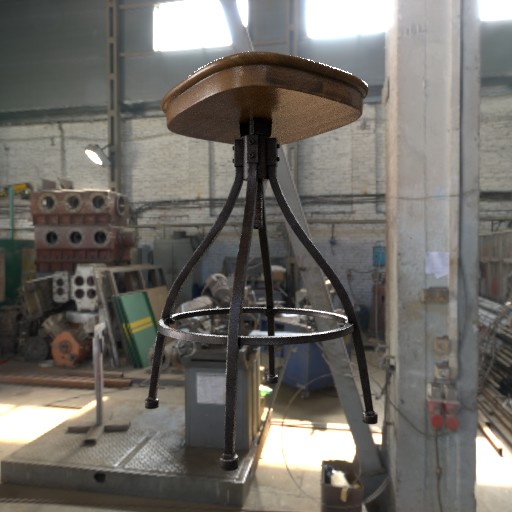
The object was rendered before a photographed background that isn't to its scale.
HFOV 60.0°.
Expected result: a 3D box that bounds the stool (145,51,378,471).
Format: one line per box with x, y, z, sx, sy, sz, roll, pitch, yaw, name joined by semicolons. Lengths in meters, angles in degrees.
0.000;0.000;0.971;0.424;0.694;0.432;0;1;-34;stool
